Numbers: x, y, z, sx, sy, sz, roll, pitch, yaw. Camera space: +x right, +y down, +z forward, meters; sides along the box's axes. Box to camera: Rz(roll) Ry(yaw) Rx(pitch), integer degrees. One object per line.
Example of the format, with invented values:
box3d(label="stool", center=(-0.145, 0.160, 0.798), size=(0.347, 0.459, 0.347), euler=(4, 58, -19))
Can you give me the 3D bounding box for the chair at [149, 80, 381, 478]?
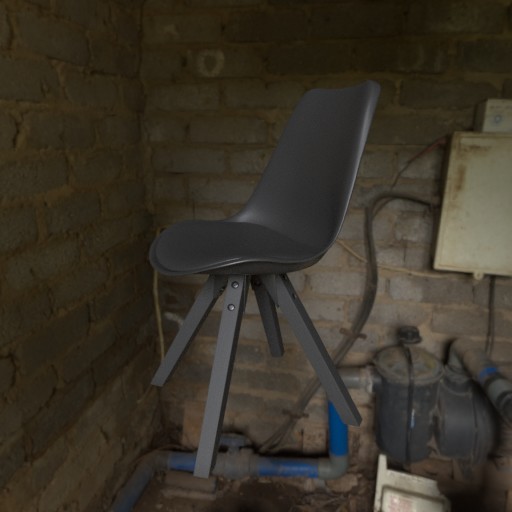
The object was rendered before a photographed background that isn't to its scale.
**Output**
box3d(label="chair", center=(0.000, 0.000, 1.145), size=(0.530, 0.850, 0.485), euler=(-7, 17, -25))
